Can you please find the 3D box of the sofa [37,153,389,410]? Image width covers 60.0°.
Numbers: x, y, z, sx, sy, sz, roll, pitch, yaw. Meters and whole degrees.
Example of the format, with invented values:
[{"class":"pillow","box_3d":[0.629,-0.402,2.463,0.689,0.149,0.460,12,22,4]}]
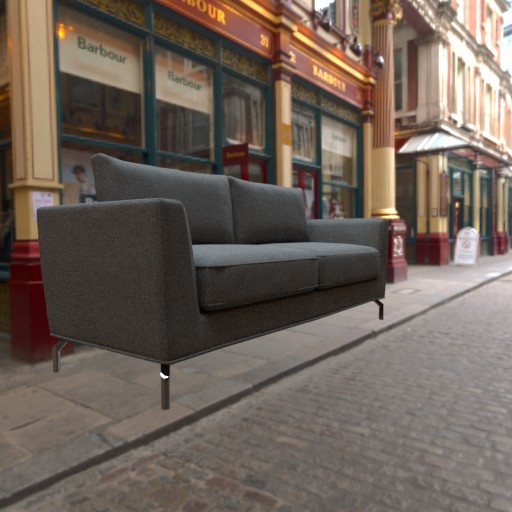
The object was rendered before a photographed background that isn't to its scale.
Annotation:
[{"class":"sofa","box_3d":[0.000,0.000,2.645,0.869,1.002,2.212,2,3,36]}]
